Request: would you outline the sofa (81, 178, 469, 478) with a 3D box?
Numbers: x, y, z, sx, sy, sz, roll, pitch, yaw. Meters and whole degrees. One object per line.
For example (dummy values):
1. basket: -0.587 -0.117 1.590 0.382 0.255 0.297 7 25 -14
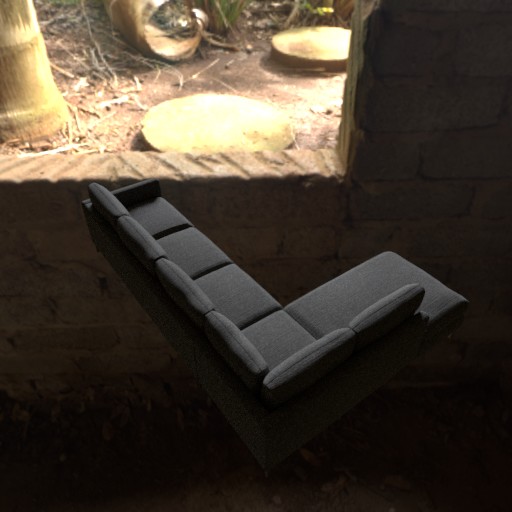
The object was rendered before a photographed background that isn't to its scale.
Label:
1. sofa: 0.000 0.000 3.889 2.007 0.815 2.949 -25 46 -28
